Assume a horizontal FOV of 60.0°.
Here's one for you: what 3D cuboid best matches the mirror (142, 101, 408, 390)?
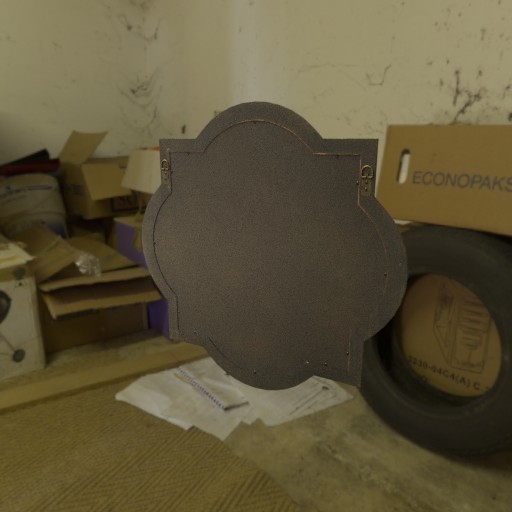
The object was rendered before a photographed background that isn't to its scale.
[{"bbox_3d":[0.000,0.000,1.065,0.686,0.686,0.019,8,17,27],"label":"mirror"}]
